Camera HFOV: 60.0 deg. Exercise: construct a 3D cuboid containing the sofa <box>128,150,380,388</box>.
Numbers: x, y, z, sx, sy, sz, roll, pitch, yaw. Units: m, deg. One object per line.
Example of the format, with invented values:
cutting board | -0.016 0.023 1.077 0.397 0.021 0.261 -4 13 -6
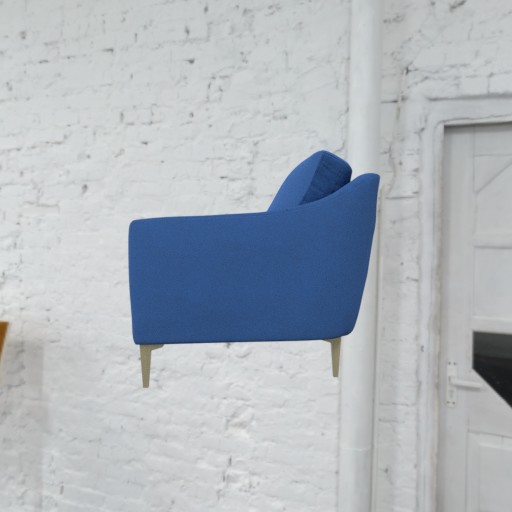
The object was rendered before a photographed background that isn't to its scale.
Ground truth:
sofa | 0.000 0.000 2.571 0.960 0.903 2.036 0 2 -1
